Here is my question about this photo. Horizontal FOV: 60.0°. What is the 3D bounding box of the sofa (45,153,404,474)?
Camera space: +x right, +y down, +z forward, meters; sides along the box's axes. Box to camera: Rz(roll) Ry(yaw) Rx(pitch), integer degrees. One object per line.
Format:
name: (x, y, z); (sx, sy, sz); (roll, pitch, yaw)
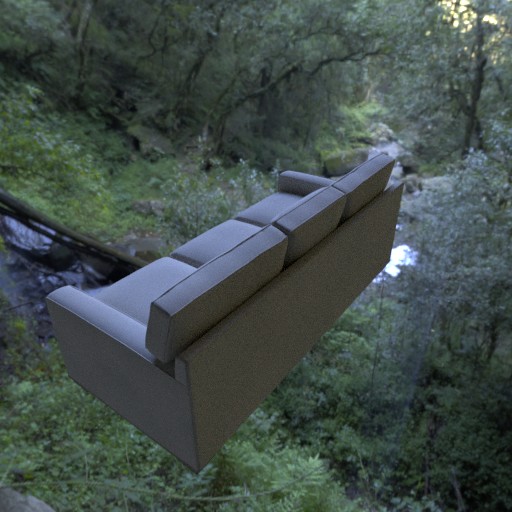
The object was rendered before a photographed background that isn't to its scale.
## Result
sofa: (0.000, 0.000, 2.599); (0.935, 0.862, 2.088); (21, 37, 31)
